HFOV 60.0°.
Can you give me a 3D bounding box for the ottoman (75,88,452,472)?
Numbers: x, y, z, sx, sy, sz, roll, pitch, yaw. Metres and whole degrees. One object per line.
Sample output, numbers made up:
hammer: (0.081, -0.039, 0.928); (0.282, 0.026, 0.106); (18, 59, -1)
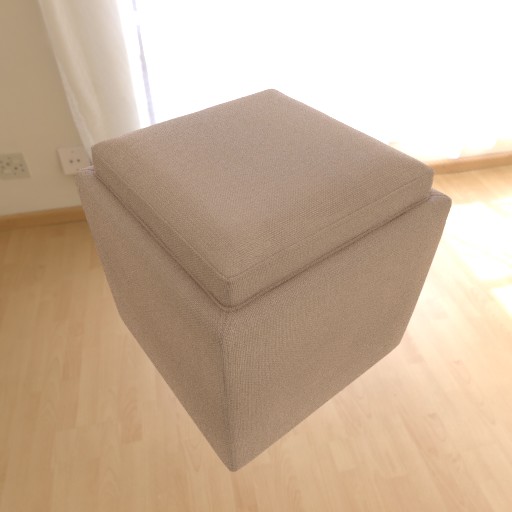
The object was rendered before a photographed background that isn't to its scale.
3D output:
ottoman: (0.000, 0.000, 0.812); (0.450, 0.460, 0.451); (-28, 49, -27)
